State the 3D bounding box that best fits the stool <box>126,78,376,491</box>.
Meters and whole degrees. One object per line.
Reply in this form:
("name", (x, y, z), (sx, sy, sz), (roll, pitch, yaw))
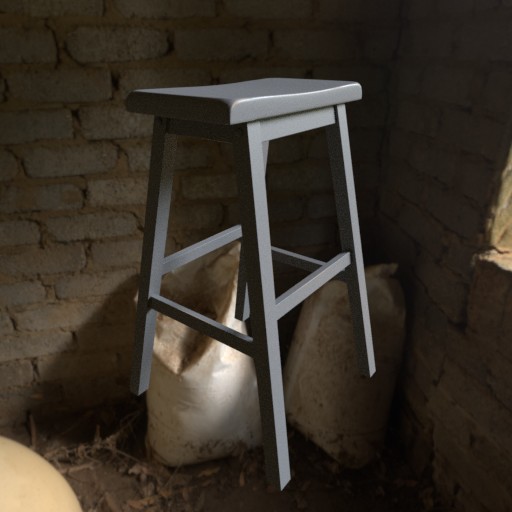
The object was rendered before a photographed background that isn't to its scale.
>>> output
("stool", (0.000, 0.000, 1.025), (0.476, 0.737, 0.457), (18, 31, 33))
